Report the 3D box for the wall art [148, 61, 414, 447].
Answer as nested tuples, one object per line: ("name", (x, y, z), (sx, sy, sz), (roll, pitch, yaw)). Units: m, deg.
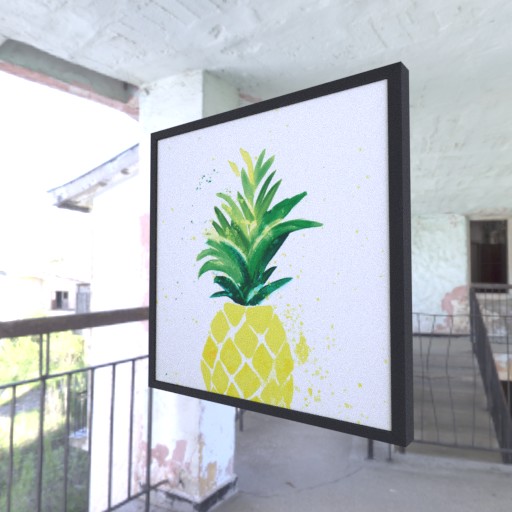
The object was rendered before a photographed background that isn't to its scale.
("wall art", (0.000, 0.000, 0.747), (0.508, 0.507, 0.033), (-2, -3, 37))
